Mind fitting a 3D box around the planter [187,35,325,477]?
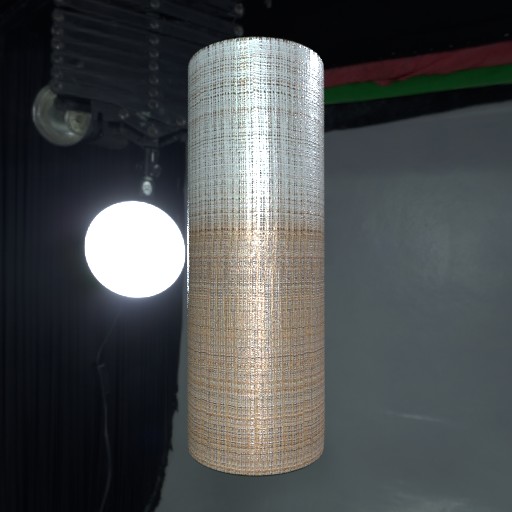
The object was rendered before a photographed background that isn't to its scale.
[{"bbox_3d":[0.000,0.000,0.325,0.099,0.278,0.099,0,-1,18],"label":"planter"}]
